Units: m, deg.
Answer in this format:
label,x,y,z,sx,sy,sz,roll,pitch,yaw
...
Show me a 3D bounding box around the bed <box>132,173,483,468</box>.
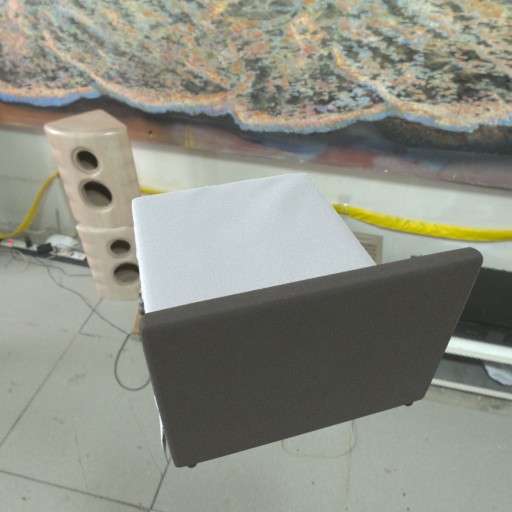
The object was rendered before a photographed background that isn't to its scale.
label,x,y,z,sx,sy,sz,roll,pitch,yaw
bed,0.000,0.000,3.136,1.723,1.330,2.142,-11,41,-12
